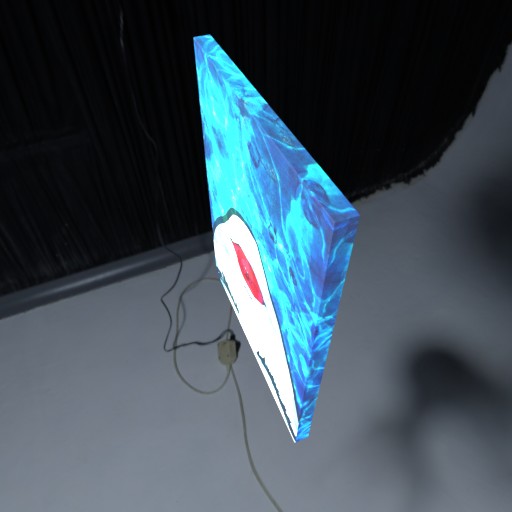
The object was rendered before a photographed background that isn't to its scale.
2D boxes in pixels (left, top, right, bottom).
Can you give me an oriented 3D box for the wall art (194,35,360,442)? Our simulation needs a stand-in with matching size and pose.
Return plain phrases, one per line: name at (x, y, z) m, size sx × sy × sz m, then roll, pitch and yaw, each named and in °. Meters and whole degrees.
wall art at (0.000, 0.000, 1.027) m, size 0.038 × 0.760 × 0.609 m, roll -17°, pitch 50°, yaw -15°
